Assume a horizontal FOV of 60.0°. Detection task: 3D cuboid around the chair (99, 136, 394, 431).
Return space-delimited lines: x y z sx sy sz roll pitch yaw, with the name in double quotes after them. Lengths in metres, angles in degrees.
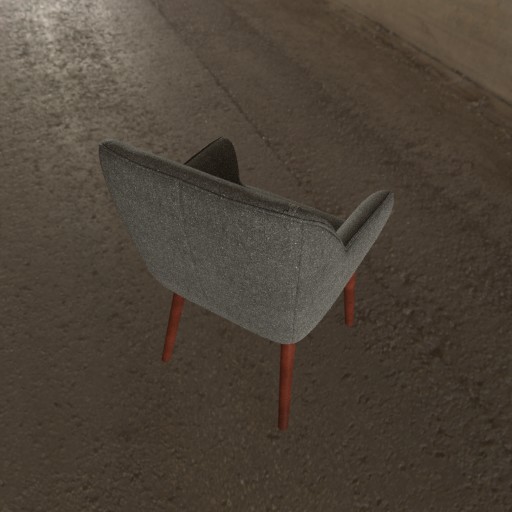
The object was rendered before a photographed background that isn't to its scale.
0.000 0.000 1.186 0.543 0.803 0.519 23 49 22 "chair"
